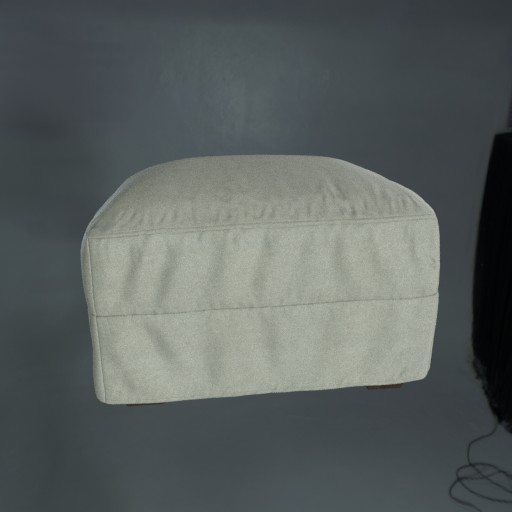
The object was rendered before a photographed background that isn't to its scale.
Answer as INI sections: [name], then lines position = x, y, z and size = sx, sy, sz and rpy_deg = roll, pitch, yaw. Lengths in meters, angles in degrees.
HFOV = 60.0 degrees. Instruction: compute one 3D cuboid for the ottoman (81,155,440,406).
[ottoman]
position = 0.000, 0.000, 1.082
size = 0.712, 0.480, 0.584
rpy_deg = -2, 17, -6
